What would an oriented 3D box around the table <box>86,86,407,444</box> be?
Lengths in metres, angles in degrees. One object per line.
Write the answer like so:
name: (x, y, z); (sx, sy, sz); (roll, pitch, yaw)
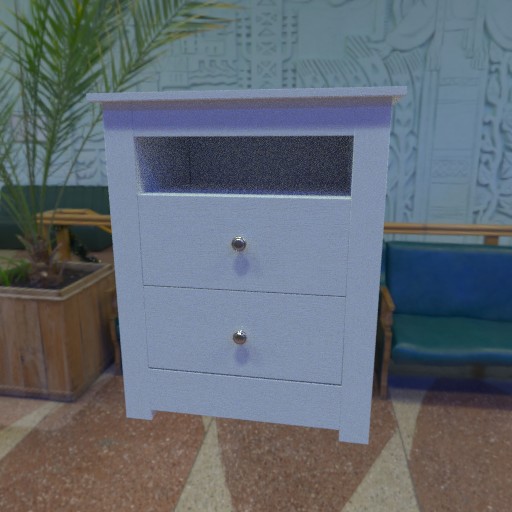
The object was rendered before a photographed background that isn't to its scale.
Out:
table: (0.000, 0.000, 1.073); (0.589, 0.711, 0.406); (2, 14, 10)
